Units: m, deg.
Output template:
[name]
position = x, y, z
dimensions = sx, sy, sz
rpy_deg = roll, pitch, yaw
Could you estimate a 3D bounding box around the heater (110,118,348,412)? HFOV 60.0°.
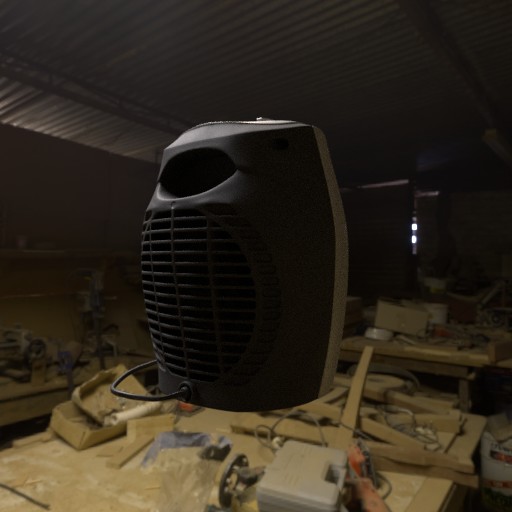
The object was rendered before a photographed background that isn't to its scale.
[heater]
position = 0.000, 0.000, 0.469
dimensions = 0.239, 0.240, 0.291
rpy_deg = 0, 0, 36
